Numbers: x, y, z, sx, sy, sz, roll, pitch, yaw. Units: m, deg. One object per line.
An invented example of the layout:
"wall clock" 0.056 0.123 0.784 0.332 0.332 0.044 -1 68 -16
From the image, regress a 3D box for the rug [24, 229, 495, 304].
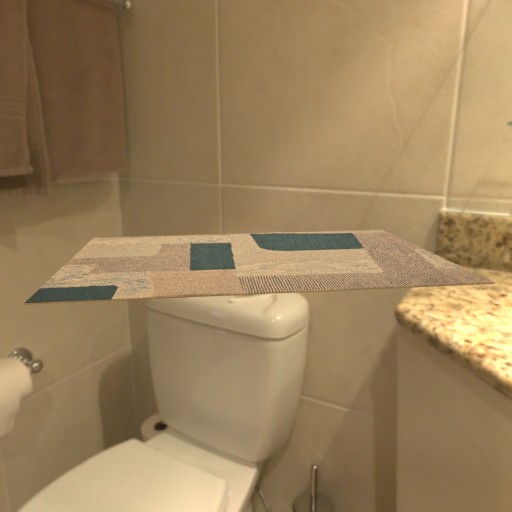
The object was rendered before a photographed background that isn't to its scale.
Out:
"rug" 0.000 0.000 2.994 2.436 0.015 1.521 -2 14 -7
